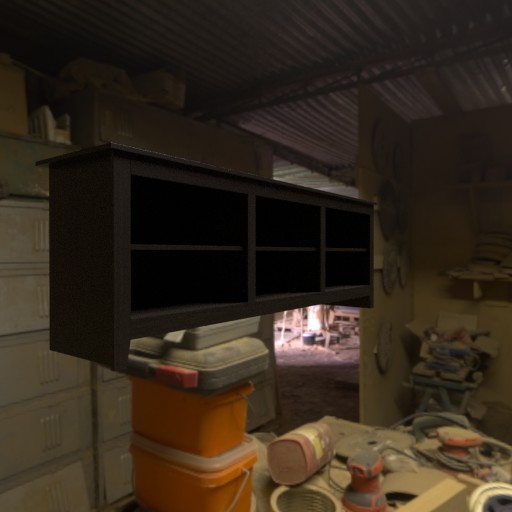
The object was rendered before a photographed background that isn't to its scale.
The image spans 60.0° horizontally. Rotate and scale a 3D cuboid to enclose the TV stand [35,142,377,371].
[{"bbox_3d":[0.000,0.000,1.995,0.406,0.610,1.778,0,1,38],"label":"TV stand"}]
